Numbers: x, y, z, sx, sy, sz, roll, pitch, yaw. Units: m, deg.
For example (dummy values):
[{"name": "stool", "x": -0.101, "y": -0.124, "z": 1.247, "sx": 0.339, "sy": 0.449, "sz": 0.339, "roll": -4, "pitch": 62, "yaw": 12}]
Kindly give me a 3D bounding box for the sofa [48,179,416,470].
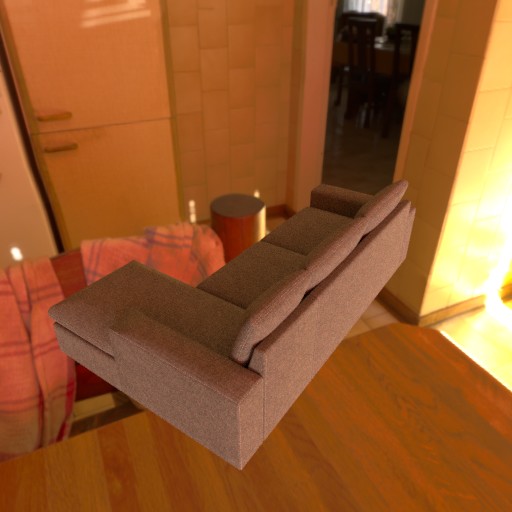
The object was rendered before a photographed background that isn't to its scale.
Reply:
[{"name": "sofa", "x": 0.000, "y": 0.000, "z": 3.591, "sx": 1.689, "sy": 0.940, "sz": 2.718, "roll": 20, "pitch": 37, "yaw": 29}]
